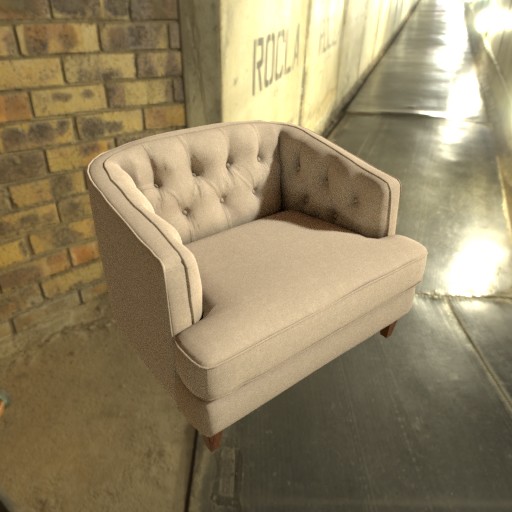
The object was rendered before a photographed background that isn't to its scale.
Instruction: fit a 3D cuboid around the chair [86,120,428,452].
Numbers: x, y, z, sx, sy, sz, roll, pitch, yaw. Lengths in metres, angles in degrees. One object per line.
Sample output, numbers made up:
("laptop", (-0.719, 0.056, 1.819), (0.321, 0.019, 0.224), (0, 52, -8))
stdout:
("chair", (0.000, 0.000, 1.796), (1.104, 0.852, 0.941), (-22, 36, -32))
